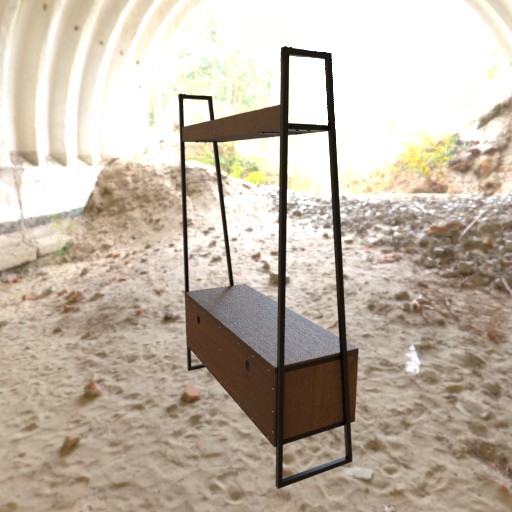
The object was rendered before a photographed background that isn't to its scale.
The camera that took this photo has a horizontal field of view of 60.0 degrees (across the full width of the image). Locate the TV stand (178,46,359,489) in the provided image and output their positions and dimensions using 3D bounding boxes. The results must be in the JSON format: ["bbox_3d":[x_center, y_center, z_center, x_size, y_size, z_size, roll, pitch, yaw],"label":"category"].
[{"bbox_3d":[0.000,0.000,2.358,0.432,1.772,1.250,-6,13,-26],"label":"TV stand"}]
